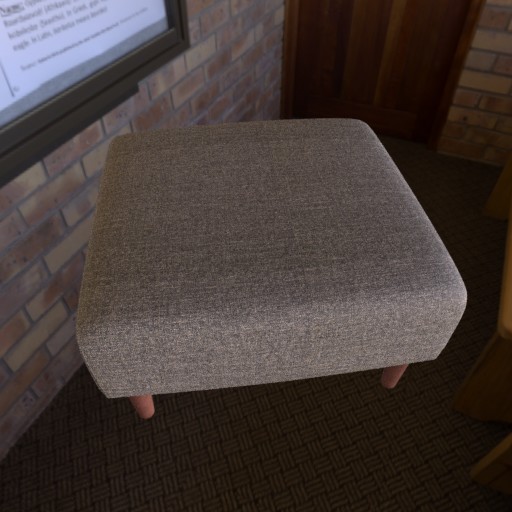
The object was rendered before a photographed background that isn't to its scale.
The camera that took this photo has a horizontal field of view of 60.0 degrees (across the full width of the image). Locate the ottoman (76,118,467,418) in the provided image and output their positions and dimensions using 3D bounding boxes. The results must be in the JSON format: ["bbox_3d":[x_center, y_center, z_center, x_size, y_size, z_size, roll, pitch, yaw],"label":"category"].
[{"bbox_3d":[0.000,0.000,1.037,0.655,0.399,0.648,-5,46,-5],"label":"ottoman"}]
